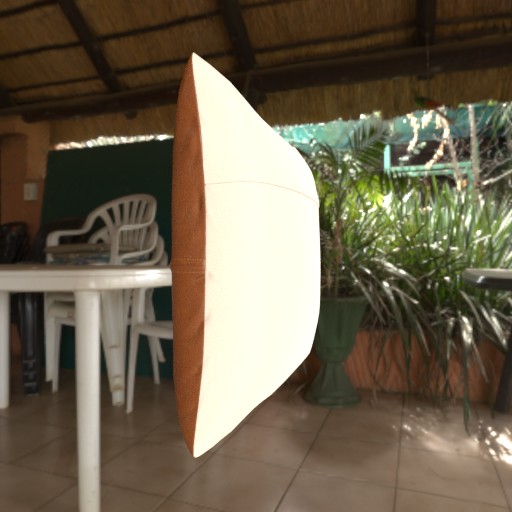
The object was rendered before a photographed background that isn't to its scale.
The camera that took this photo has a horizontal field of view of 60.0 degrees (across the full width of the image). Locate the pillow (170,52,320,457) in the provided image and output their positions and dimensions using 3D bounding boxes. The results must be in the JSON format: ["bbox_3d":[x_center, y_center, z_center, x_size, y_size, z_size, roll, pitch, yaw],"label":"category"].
[{"bbox_3d":[0.000,0.000,0.753,0.192,0.477,0.501,0,0,19],"label":"pillow"}]
